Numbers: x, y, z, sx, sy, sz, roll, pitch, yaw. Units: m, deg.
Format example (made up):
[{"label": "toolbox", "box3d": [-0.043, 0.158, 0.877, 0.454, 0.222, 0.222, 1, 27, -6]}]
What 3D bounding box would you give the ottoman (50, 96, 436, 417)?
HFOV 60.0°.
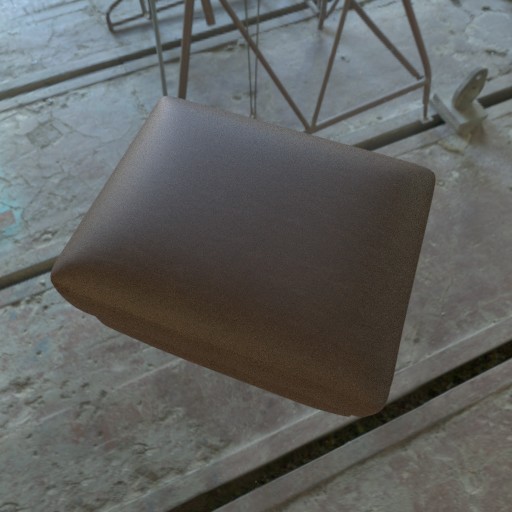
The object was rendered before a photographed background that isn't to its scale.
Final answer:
[{"label": "ottoman", "box3d": [0.000, 0.000, 1.194, 0.787, 0.508, 0.635, 18, 64, 9]}]
